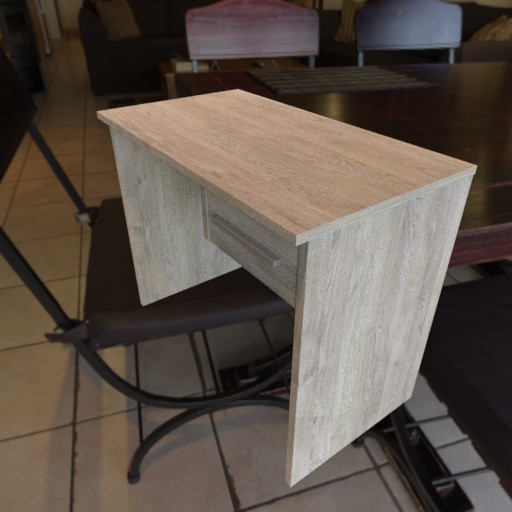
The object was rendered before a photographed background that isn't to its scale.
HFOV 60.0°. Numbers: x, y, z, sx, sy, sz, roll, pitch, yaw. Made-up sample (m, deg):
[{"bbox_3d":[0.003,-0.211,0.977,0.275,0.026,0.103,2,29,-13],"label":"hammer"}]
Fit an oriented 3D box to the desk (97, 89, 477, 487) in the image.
[{"bbox_3d":[0.000,0.000,1.304,0.498,0.724,0.893,-21,38,-30],"label":"desk"}]
